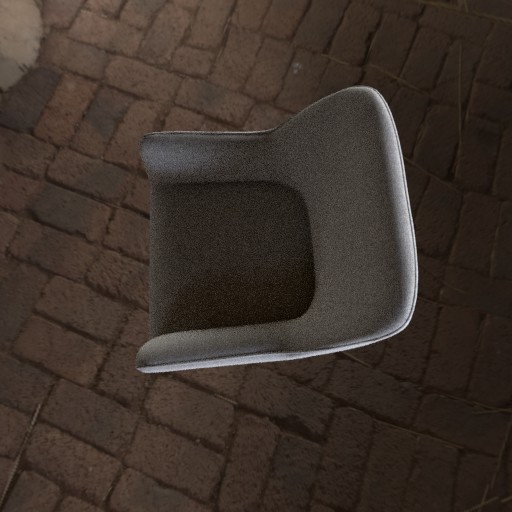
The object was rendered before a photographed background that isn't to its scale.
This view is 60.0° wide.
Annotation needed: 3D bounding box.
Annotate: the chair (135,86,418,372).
[{"bbox_3d":[0.000,0.000,1.246,0.610,0.813,0.610,-3,75,-1],"label":"chair"}]
